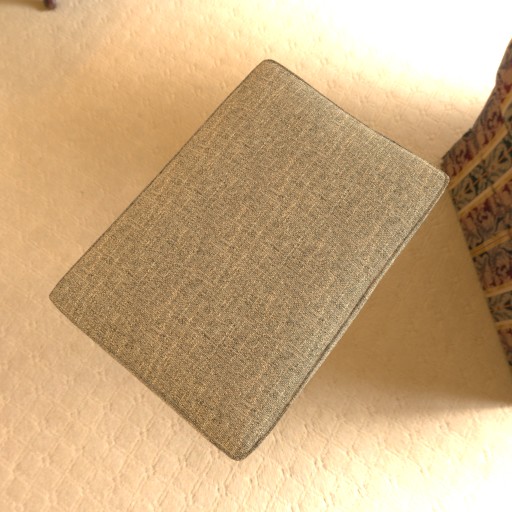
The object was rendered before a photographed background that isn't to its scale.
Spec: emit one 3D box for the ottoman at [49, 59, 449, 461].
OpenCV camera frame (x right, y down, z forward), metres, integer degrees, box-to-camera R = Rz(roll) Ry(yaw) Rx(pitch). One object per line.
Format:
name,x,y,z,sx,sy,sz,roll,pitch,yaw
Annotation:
ottoman,0.000,0.000,0.982,0.508,0.406,0.686,37,78,9
